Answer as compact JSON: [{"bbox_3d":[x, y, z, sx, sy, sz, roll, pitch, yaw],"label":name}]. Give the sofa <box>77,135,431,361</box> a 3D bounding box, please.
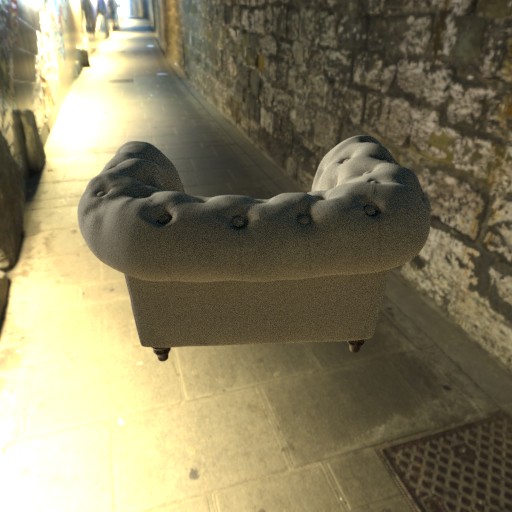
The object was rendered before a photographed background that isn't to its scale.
[{"bbox_3d":[0.000,0.000,2.032,1.405,0.878,1.034,-2,29,-3],"label":"sofa"}]
